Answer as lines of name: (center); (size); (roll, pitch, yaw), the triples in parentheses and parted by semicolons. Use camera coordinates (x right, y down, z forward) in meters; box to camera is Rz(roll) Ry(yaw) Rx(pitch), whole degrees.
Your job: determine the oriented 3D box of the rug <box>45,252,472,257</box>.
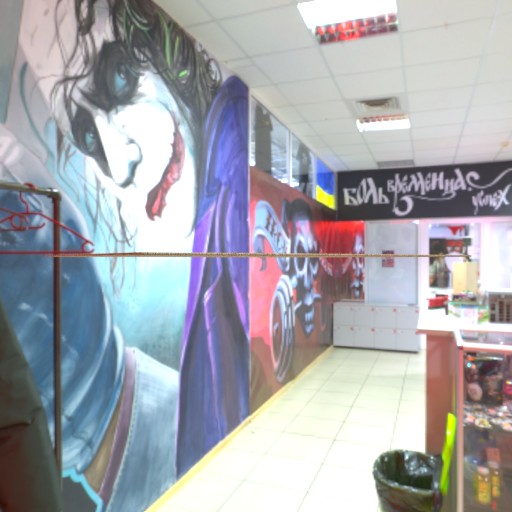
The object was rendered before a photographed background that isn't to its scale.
rug: (0.000, 0.000, 4.158); (3.198, 0.016, 2.425); (0, 0, -36)
